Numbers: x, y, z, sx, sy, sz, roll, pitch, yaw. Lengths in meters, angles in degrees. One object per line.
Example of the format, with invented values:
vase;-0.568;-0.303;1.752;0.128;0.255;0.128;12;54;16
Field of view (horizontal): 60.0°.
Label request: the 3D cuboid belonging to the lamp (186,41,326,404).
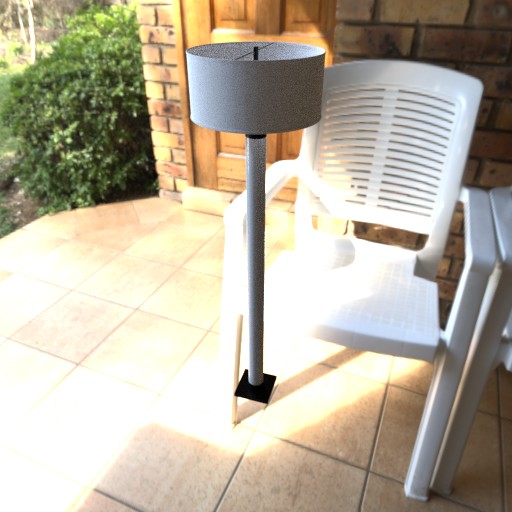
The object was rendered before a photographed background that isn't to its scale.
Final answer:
lamp;0.000;0.000;1.715;0.420;1.475;0.420;9;33;14
